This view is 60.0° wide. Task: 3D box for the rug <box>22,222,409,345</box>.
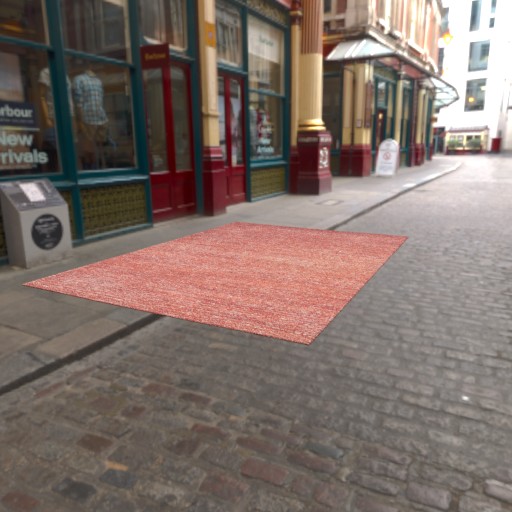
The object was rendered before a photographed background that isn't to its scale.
[{"bbox_3d":[0.000,0.000,5.154,2.803,0.025,3.965,7,15,26],"label":"rug"}]
